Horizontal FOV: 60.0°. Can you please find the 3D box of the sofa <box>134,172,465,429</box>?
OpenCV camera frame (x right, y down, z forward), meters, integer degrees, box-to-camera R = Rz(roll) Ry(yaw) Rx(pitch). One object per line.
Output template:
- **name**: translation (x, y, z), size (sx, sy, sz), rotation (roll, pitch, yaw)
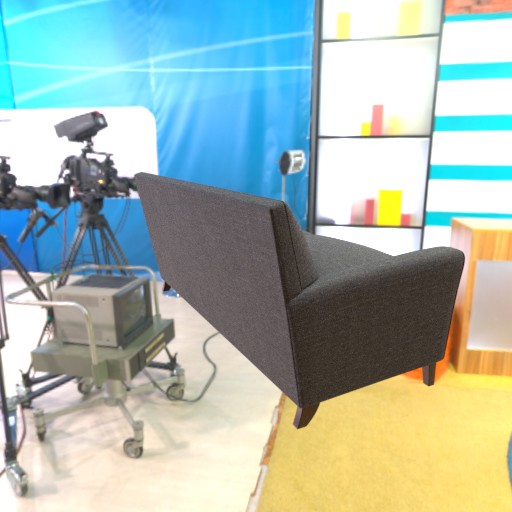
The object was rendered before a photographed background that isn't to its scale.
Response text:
- **sofa**: translation (0.000, 0.000, 2.450), size (0.875, 0.846, 1.976), rotation (-7, 15, -26)
